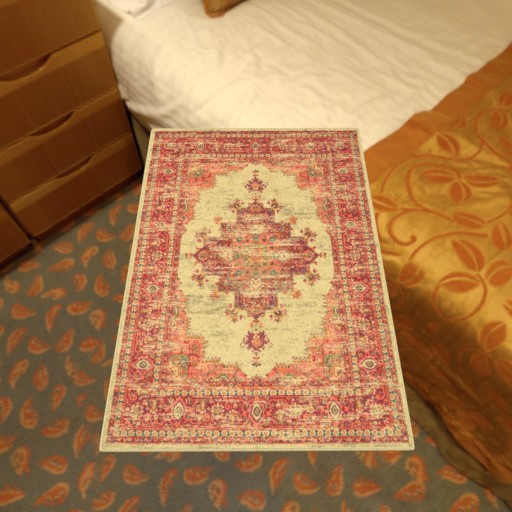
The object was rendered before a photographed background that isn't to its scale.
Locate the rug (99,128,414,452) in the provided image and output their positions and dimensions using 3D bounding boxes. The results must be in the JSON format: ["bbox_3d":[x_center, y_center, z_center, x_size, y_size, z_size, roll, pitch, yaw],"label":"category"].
[{"bbox_3d":[0.000,0.000,3.543,2.005,0.014,2.878,0,59,0],"label":"rug"}]
